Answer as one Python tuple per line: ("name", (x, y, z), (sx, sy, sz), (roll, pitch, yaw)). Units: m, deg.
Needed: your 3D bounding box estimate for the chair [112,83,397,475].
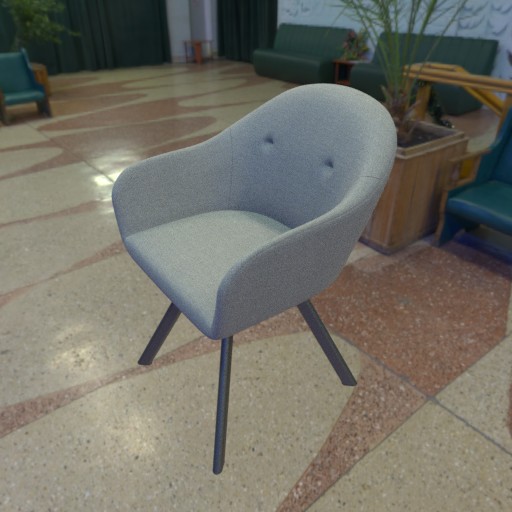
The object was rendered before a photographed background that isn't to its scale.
("chair", (0.000, 0.000, 1.141), (0.570, 0.780, 0.540), (-21, 37, -30))
